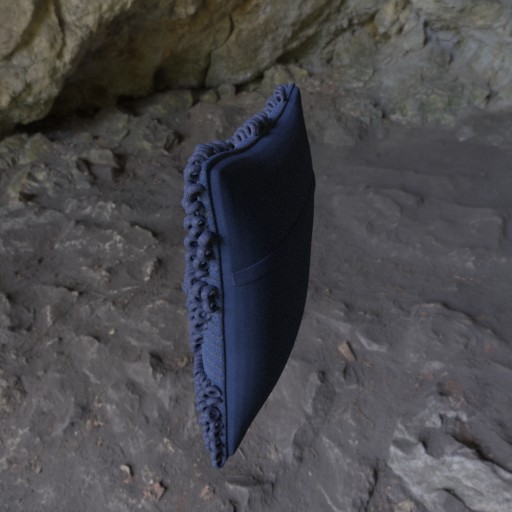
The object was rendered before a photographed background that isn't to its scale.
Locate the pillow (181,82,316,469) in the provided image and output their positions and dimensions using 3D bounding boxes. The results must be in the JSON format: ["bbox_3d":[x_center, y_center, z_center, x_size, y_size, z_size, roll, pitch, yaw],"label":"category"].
[{"bbox_3d":[0.000,0.000,0.719,0.172,0.466,0.469,8,31,13],"label":"pillow"}]
